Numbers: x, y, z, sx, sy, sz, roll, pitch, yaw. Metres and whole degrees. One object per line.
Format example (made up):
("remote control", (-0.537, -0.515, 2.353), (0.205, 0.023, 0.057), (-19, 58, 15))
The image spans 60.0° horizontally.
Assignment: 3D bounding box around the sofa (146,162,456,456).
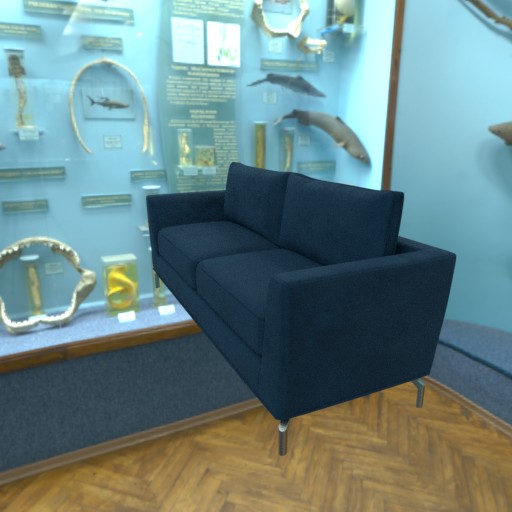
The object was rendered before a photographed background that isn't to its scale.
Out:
("sofa", (0.000, 0.000, 2.714), (0.853, 0.998, 2.212), (-8, 18, -24))
